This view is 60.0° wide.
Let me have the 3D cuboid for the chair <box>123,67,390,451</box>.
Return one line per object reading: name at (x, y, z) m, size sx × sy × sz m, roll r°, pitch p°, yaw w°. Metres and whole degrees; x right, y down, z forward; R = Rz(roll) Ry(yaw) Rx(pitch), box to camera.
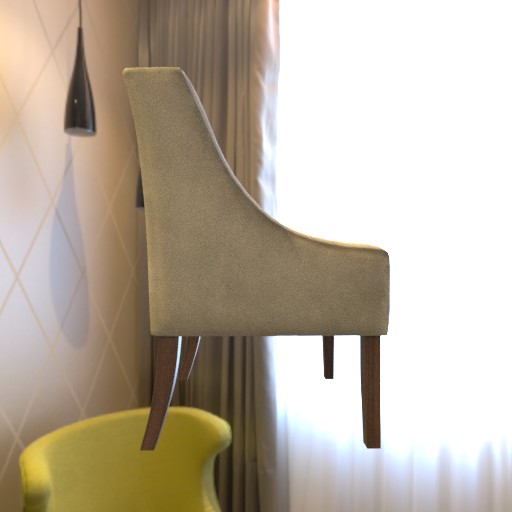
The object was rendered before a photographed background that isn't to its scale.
chair at (0.000, 0.000, 1.324) m, size 0.629 × 0.895 × 0.629 m, roll 0°, pitch 1°, yaw -1°
